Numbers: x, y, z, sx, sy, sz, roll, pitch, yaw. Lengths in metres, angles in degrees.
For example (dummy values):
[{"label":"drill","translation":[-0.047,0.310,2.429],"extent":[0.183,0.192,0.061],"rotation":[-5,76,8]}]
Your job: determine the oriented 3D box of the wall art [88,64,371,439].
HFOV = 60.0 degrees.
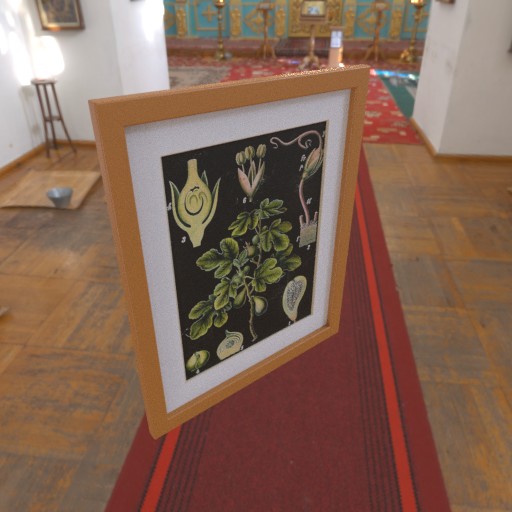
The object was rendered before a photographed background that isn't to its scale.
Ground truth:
[{"label":"wall art","translation":[0.000,0.000,0.738],"extent":[0.452,0.553,0.022],"rotation":[-22,37,-32]}]
